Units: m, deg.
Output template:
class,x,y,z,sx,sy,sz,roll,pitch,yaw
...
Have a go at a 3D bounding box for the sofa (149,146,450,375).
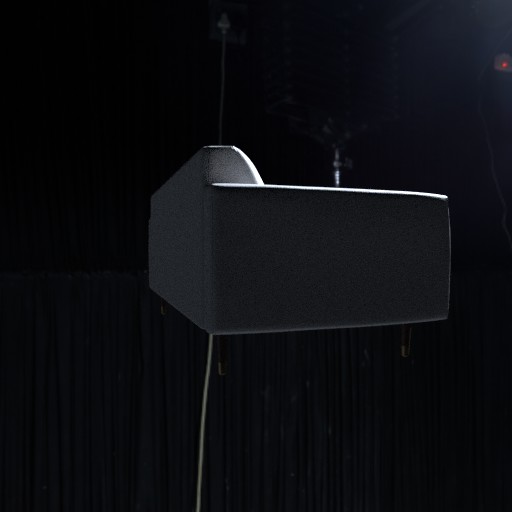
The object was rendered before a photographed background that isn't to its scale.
class,x,y,z,sx,sy,sz,roll,pitch,yaw
sofa,0.000,0.000,2.431,0.969,0.814,1.895,0,1,-20
